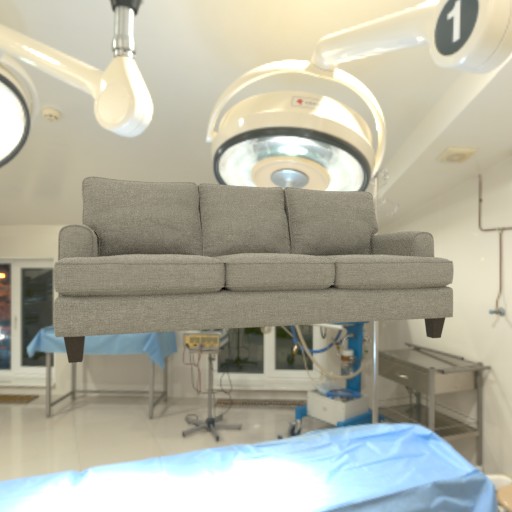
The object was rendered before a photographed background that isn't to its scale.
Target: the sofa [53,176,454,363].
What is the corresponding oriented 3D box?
[{"bbox_3d":[0.000,0.000,2.687,2.158,0.965,0.951,0,0,-18],"label":"sofa"}]
